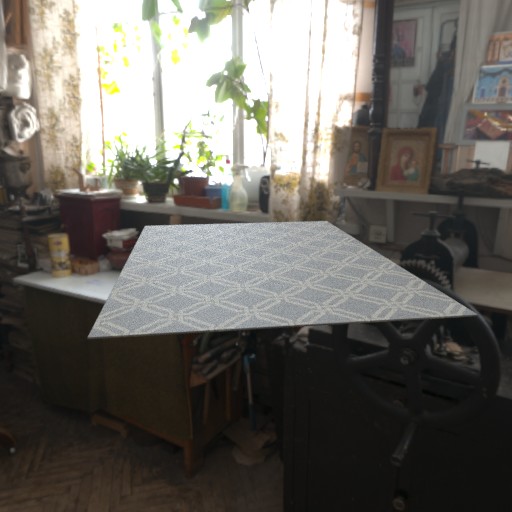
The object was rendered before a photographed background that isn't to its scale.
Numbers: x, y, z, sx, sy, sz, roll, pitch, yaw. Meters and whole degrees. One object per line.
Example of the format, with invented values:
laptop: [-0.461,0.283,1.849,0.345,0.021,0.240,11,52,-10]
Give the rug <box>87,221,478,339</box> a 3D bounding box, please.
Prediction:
rug: [0.000,0.000,4.319,2.438,0.013,3.353,-2,15,-8]
